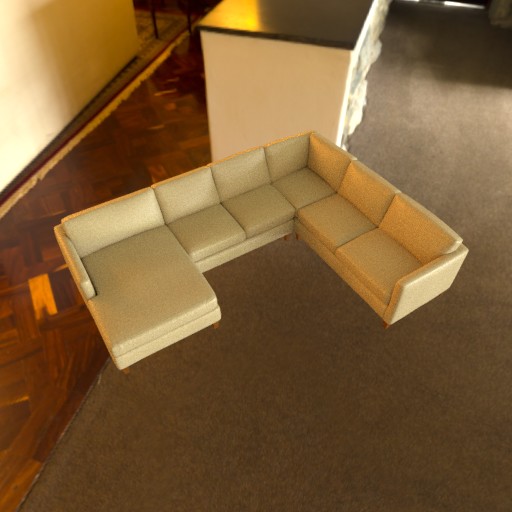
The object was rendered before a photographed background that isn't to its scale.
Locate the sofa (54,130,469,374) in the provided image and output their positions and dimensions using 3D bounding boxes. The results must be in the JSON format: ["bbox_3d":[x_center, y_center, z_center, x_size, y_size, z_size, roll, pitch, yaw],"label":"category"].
[{"bbox_3d":[0.000,0.000,4.705,3.460,0.961,2.594,-25,51,-21],"label":"sofa"}]
